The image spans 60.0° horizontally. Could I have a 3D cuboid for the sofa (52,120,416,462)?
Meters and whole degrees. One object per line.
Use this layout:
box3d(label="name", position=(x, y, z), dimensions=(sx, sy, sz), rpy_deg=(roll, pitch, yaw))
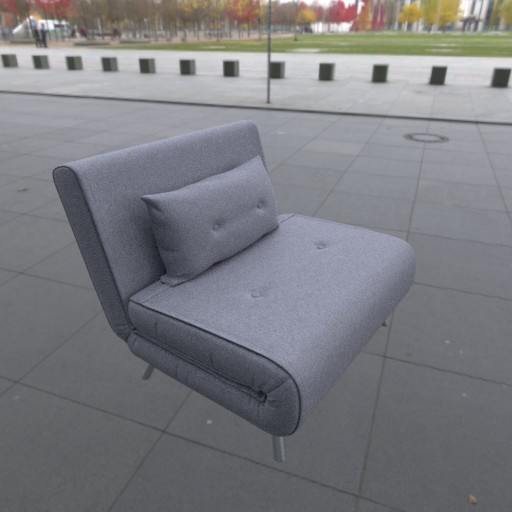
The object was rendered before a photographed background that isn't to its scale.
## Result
box3d(label="sofa", position=(0.000, 0.000, 1.757), dimensions=(1.000, 0.825, 1.020), rpy_deg=(18, 32, 31))
